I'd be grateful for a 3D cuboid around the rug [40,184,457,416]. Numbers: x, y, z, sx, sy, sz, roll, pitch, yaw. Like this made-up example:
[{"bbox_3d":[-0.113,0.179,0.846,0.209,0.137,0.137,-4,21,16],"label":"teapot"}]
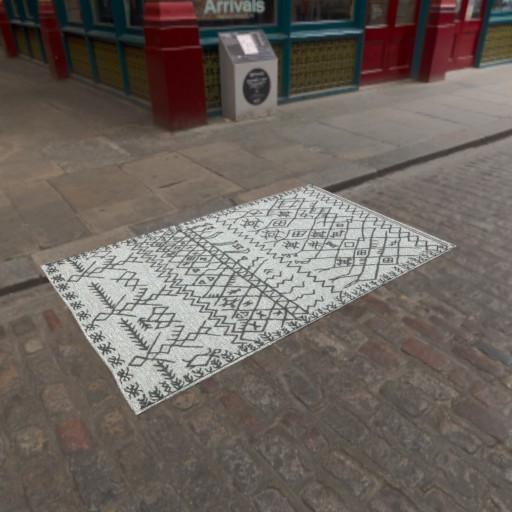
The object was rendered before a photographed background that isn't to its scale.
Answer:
[{"bbox_3d":[0.000,0.000,4.780,3.824,0.019,2.393,-21,36,-31],"label":"rug"}]
